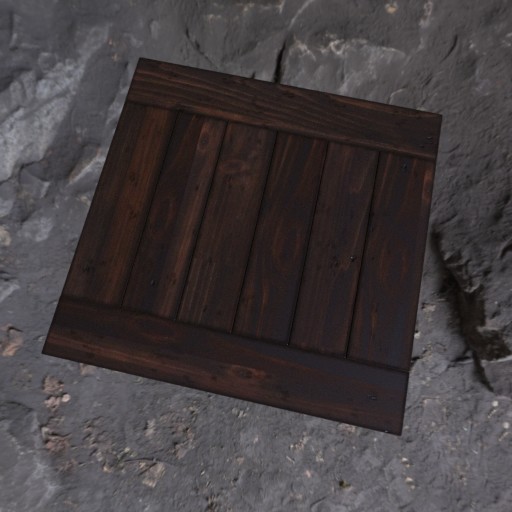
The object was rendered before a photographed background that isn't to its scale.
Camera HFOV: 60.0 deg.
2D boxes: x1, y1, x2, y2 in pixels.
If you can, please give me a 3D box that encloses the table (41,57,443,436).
[{"bbox_3d":[0.000,0.000,1.006,0.606,0.437,0.593,12,76,3],"label":"table"}]
